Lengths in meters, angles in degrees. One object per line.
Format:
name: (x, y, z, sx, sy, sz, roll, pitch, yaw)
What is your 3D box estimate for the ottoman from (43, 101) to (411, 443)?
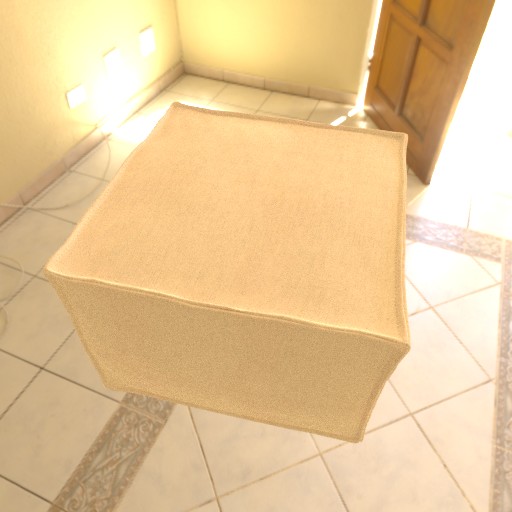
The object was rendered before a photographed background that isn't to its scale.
ottoman: (0.000, 0.000, 1.148, 0.696, 0.470, 0.707, 10, 48, 9)
